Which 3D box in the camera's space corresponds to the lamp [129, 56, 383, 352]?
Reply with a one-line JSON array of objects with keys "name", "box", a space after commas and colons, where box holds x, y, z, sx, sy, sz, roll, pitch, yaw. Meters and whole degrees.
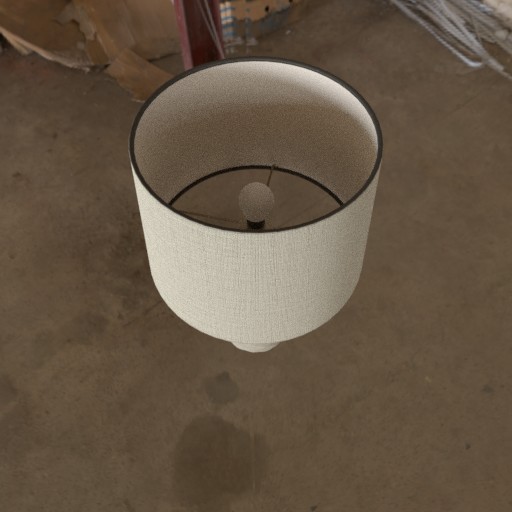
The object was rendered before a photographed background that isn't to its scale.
[{"name": "lamp", "box": [0.000, 0.000, 0.820, 0.376, 0.594, 0.376, 0, 57, 0]}]
